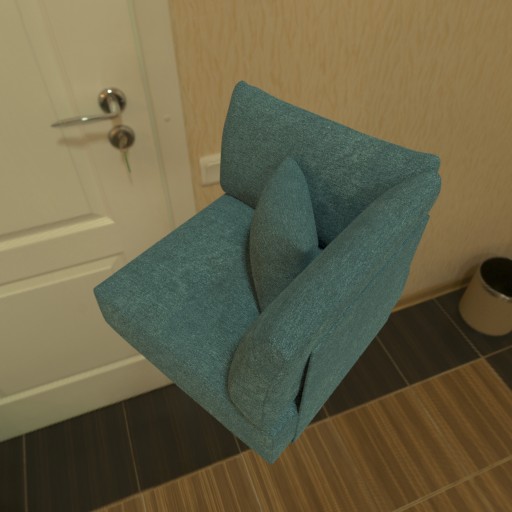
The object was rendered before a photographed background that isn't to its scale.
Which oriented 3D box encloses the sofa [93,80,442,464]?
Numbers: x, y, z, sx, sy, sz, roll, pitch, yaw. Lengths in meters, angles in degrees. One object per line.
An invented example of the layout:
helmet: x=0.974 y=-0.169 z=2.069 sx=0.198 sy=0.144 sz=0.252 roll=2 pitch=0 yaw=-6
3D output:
sofa: x=0.000 y=0.000 z=1.761 sx=1.000 sy=0.820 sz=1.000 roll=31 pitch=54 yaw=26
